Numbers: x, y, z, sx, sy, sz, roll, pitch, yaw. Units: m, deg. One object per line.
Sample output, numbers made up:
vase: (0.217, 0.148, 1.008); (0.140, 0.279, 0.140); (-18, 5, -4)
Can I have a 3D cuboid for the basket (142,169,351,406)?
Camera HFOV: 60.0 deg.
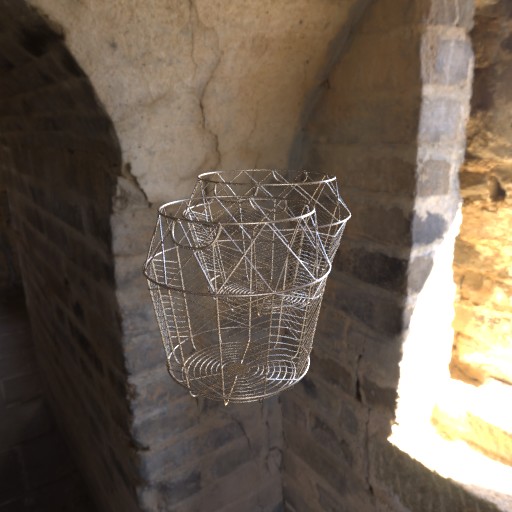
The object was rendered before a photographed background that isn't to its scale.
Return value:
basket: (0.000, 0.000, 1.056); (0.451, 0.343, 0.805); (2, 16, 8)
